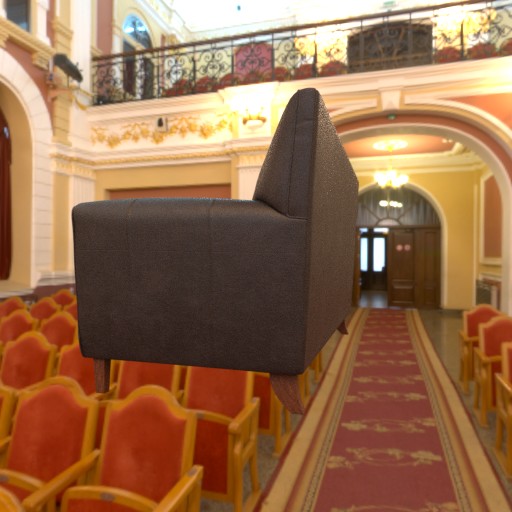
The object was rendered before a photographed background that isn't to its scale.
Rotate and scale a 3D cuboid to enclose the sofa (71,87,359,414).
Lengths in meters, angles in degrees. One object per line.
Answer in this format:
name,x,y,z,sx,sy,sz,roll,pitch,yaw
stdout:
sofa,0.000,0.000,1.948,0.787,0.871,1.473,0,0,17
